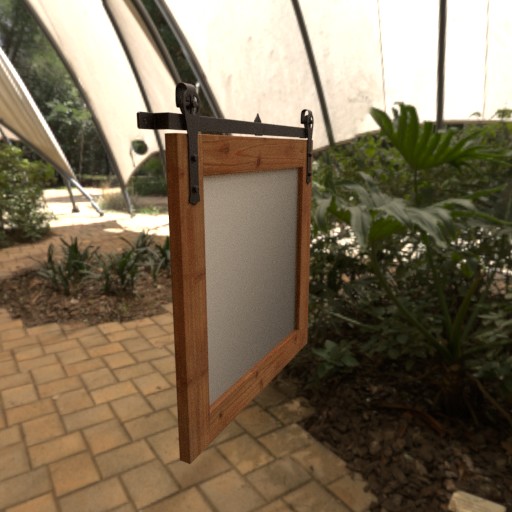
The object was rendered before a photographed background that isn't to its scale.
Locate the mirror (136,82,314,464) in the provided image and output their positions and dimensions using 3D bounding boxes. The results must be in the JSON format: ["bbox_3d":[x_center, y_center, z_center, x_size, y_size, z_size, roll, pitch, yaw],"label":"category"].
[{"bbox_3d":[0.000,0.000,1.192,0.054,0.800,0.805,7,15,27],"label":"mirror"}]
